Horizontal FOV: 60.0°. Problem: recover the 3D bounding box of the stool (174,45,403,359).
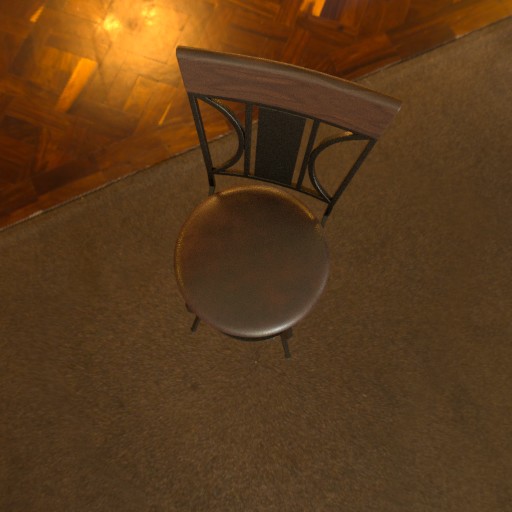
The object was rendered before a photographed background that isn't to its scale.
[{"bbox_3d":[0.000,0.000,1.342,0.448,1.130,0.513,15,77,4],"label":"stool"}]
